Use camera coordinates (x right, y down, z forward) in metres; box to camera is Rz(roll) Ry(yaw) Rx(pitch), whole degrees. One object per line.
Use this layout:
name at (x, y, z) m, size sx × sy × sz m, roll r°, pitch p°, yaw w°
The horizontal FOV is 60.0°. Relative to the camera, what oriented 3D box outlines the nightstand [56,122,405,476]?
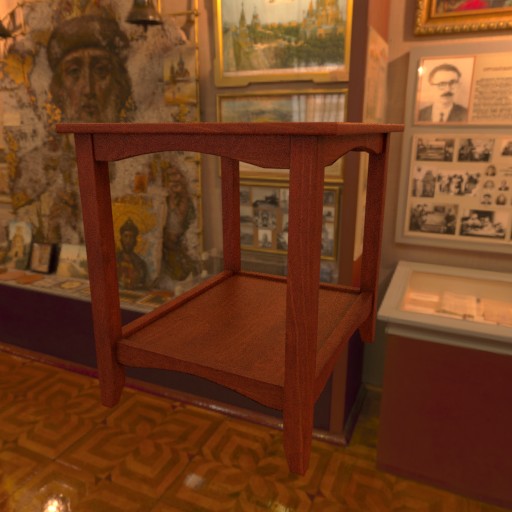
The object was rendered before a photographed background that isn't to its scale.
nightstand at (0.000, 0.000, 0.978) m, size 0.501 × 0.558 × 0.558 m, roll 8°, pitch 18°, yaw 25°
